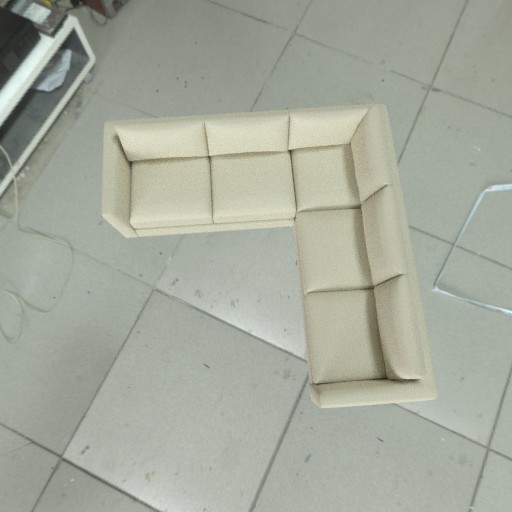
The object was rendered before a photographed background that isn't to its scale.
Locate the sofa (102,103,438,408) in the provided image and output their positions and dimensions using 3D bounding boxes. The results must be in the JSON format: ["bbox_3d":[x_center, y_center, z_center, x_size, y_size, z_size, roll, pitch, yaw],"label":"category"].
[{"bbox_3d":[0.000,0.000,3.690,2.430,0.867,2.448,-4,74,-1],"label":"sofa"}]
